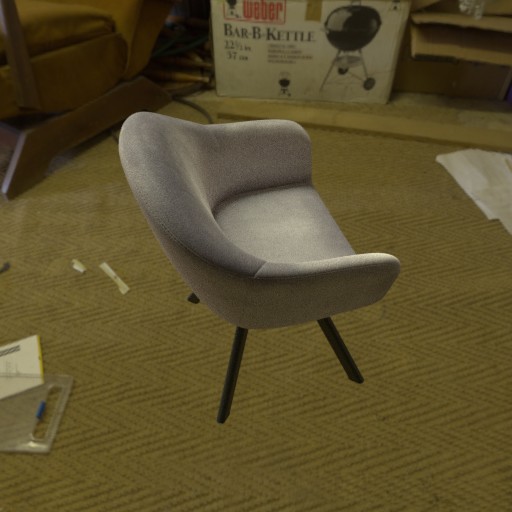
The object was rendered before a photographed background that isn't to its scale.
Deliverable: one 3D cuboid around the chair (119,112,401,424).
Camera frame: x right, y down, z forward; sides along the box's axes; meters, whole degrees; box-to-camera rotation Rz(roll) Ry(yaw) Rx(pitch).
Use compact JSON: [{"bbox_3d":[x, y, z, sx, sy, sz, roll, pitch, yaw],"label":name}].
[{"bbox_3d":[0.000,0.000,1.150,0.540,0.780,0.570,-12,47,-11],"label":"chair"}]
